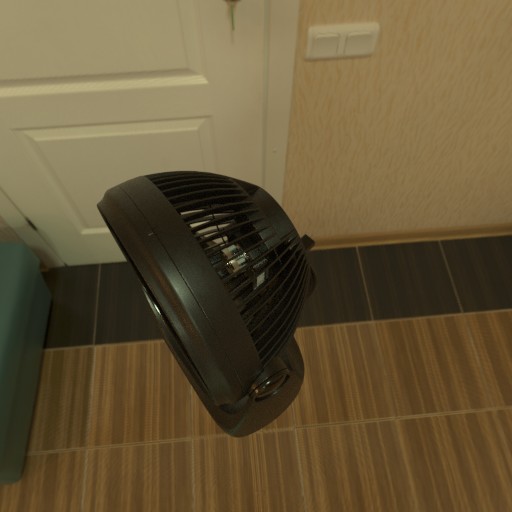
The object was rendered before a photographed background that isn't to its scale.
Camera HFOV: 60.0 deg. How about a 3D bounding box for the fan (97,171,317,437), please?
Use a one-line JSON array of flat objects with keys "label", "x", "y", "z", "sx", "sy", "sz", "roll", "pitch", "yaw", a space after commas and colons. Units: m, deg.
[{"label": "fan", "x": 0.000, "y": 0.000, "z": 0.482, "sx": 0.256, "sy": 0.277, "sz": 0.273, "roll": -31, "pitch": 66, "yaw": -15}]
